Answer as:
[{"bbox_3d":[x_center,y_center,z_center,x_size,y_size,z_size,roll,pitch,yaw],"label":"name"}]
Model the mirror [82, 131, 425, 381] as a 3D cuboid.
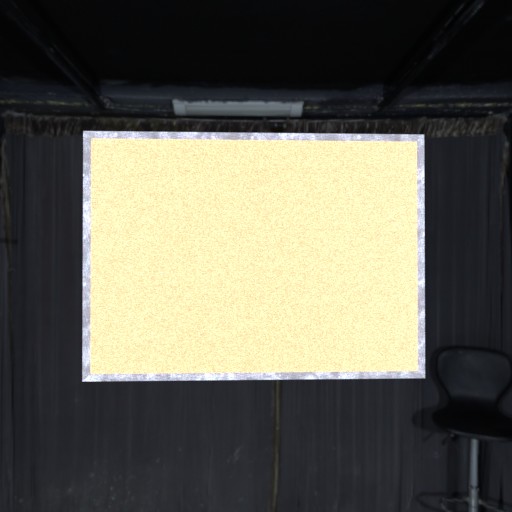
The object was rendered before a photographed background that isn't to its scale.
[{"bbox_3d":[0.000,0.000,1.437,1.101,0.795,0.022,0,-1,-2],"label":"mirror"}]
